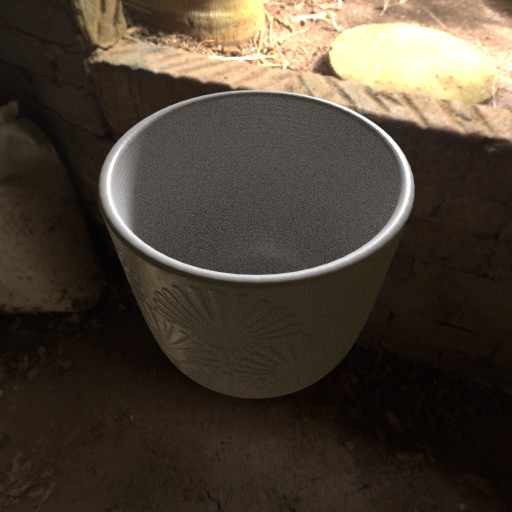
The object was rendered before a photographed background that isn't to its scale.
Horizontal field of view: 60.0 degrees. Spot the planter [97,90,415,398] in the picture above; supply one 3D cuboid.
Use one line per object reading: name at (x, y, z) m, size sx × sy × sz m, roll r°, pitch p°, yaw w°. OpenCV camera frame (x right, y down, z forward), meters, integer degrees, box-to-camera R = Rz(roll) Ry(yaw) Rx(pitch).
planter at (0.000, 0.000, 0.217) m, size 0.124 × 0.109 × 0.124 m, roll 0°, pitch 48°, yaw 0°
